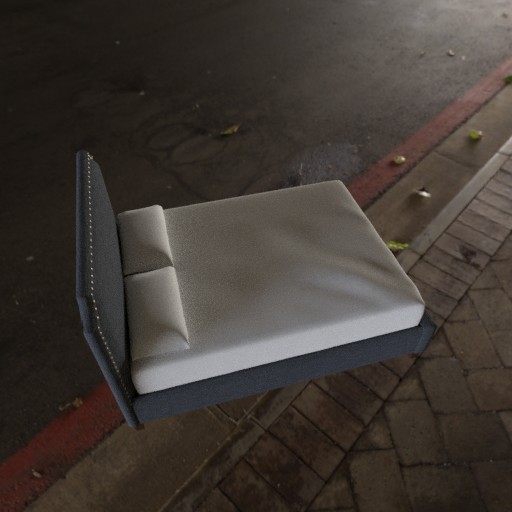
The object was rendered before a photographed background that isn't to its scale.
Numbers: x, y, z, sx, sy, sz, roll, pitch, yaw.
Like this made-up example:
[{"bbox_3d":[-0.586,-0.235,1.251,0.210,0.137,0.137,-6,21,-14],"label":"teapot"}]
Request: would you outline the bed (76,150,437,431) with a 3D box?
[{"bbox_3d":[0.000,0.000,3.481,2.372,1.443,1.713,-11,47,-11],"label":"bed"}]
